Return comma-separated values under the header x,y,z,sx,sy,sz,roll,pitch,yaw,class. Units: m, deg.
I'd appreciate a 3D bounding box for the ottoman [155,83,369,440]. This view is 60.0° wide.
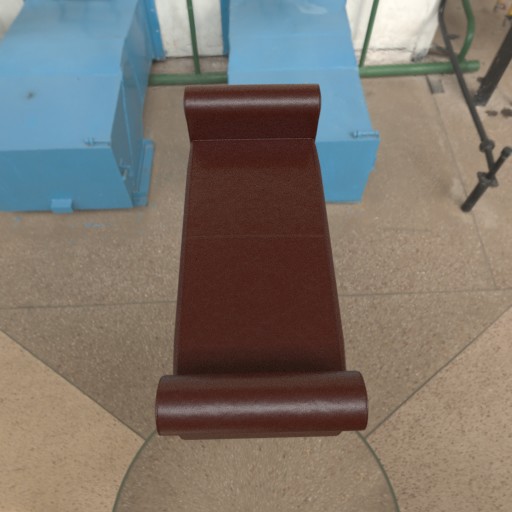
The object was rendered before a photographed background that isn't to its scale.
x,y,z,sx,sy,sz,roll,pitch,yaw,class
0.000,0.000,1.574,0.521,0.547,1.256,-1,58,-1,ottoman
